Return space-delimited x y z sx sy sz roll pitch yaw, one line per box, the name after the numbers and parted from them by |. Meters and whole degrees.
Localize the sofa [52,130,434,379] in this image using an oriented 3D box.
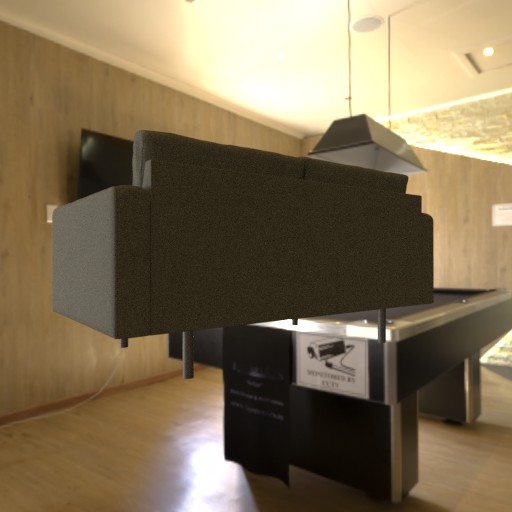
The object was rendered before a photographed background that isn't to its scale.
0.000 0.000 2.223 1.730 0.897 0.889 0 0 -36 | sofa
